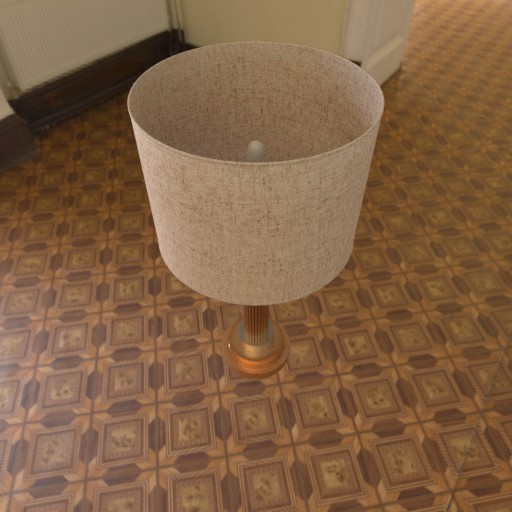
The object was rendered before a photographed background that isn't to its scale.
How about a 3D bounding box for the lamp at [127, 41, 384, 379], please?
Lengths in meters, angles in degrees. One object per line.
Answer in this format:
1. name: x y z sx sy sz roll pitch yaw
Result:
1. lamp: 0.000 0.000 0.785 0.321 0.610 0.321 -33 55 -27
